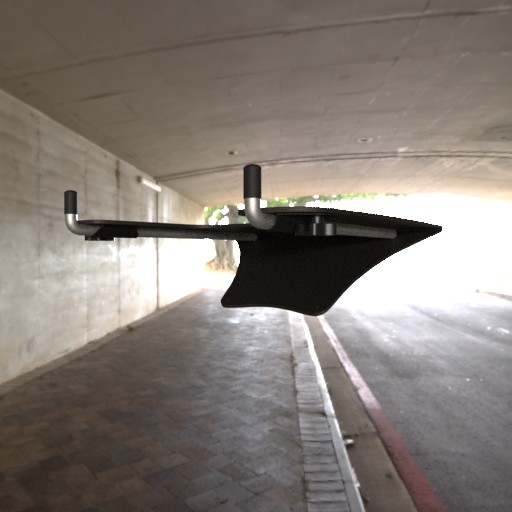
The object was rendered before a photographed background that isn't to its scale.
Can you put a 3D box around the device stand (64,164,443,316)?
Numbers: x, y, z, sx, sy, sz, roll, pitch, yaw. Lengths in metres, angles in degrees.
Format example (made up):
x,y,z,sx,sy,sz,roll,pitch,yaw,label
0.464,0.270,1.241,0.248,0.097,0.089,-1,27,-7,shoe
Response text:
x,y,z,sx,sy,sz,roll,pitch,yaw,label
0.000,0.000,0.351,0.230,0.092,0.230,0,1,36,device stand
